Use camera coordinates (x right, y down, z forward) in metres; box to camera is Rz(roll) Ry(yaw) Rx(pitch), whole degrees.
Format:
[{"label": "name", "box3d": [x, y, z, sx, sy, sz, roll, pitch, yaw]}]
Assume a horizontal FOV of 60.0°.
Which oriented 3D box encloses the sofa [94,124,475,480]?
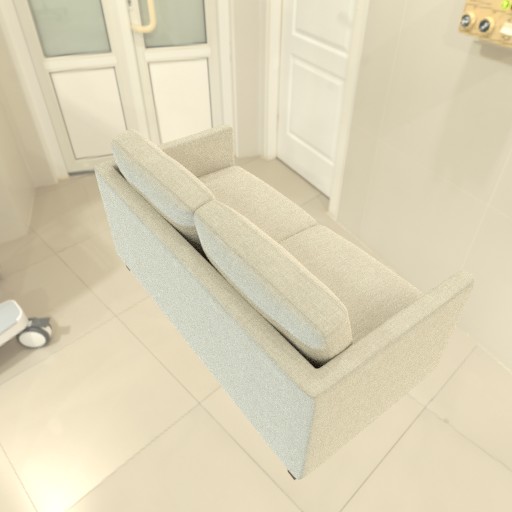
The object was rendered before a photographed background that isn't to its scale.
[{"label": "sofa", "box3d": [0.000, 0.000, 2.332, 0.950, 0.963, 1.838, -26, 48, -27]}]
